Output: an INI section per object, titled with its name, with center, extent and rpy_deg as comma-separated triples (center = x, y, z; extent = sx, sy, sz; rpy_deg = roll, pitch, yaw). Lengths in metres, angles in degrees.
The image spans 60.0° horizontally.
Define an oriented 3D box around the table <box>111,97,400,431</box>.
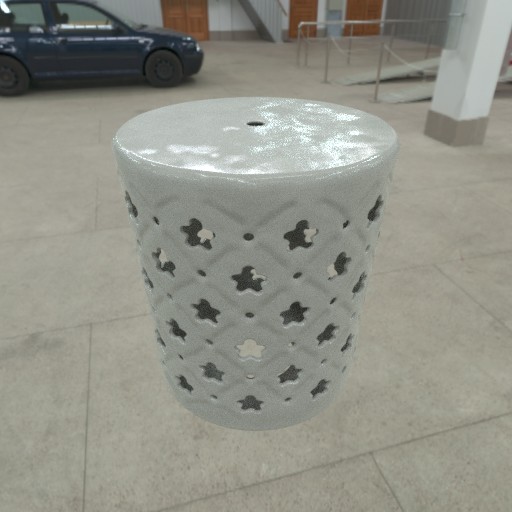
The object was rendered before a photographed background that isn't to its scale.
[table]
center = 0.000, 0.000, 0.652
extent = 0.352, 0.387, 0.352
rpy_deg = 0, 31, 0
